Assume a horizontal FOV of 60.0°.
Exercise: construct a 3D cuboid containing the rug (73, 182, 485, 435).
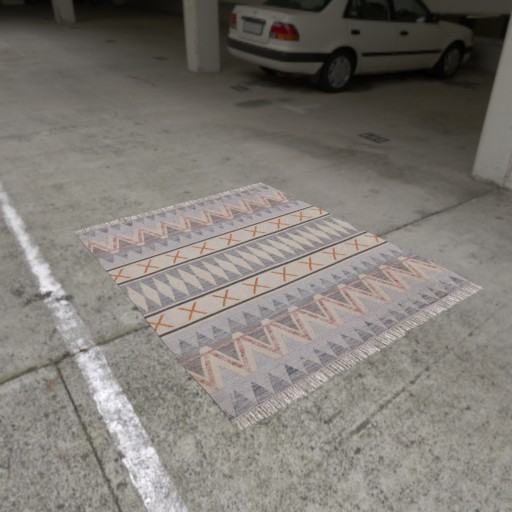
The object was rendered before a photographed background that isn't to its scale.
[{"bbox_3d":[0.000,0.000,3.969,2.371,0.012,3.000,-20,35,-31],"label":"rug"}]
